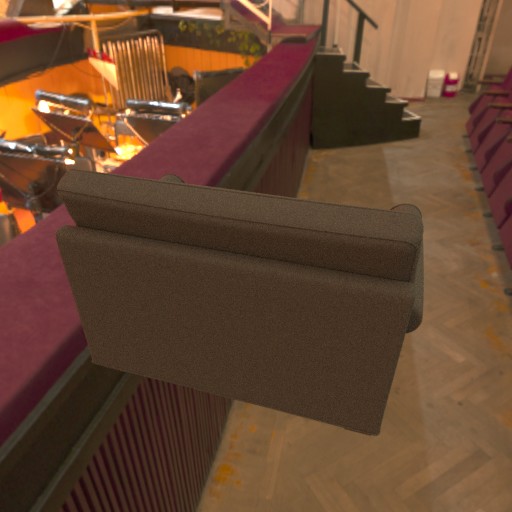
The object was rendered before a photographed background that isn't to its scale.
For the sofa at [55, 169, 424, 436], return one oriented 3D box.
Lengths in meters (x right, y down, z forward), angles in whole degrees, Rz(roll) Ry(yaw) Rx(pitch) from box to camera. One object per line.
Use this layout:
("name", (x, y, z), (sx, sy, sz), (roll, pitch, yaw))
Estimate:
("sofa", (0.000, 0.000, 1.999), (1.410, 0.953, 0.940), (10, 34, 15))
